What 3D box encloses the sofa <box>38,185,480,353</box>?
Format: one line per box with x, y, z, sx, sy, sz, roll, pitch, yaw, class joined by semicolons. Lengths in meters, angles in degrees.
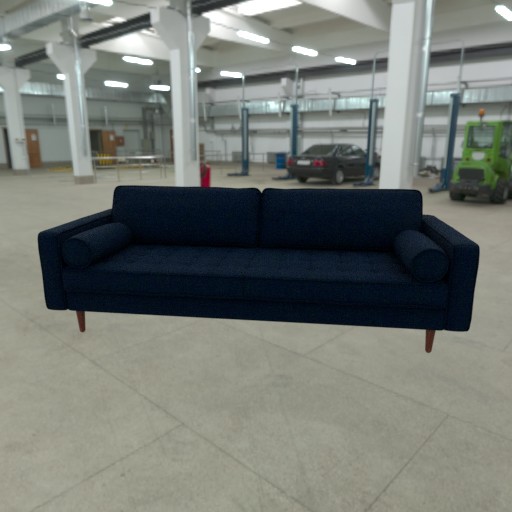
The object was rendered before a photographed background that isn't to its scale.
0.000;0.000;2.632;2.210;0.762;0.914;2;15;7;sofa
